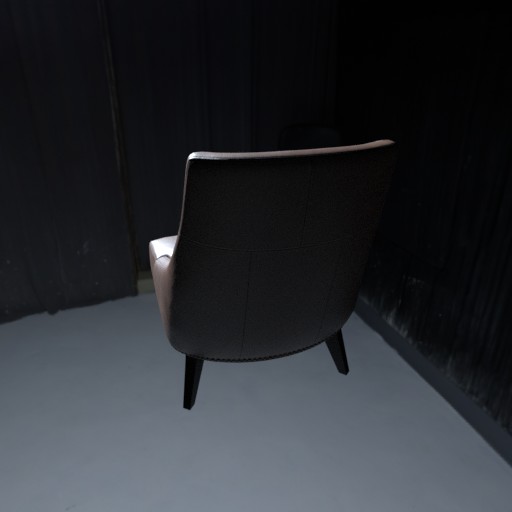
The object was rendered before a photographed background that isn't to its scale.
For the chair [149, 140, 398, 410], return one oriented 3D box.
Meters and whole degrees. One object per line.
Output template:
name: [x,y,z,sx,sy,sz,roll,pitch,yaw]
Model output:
chair: [0.000,0.000,1.562,0.701,0.909,0.861,-8,27,-16]
